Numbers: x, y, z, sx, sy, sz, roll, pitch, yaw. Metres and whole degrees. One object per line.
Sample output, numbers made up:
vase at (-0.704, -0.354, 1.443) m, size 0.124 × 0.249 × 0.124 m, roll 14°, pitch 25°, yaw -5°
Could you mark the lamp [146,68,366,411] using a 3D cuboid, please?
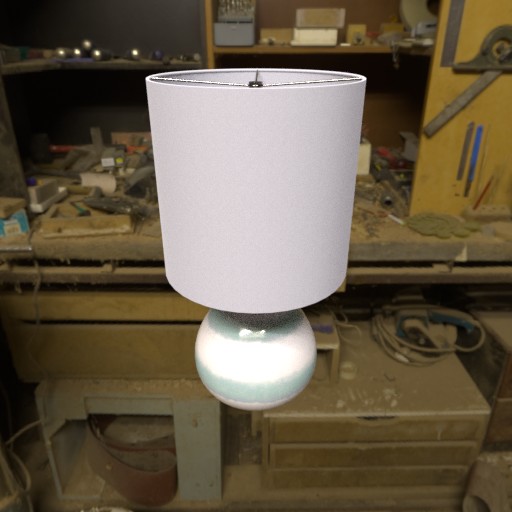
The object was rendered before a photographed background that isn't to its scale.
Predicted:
lamp at (0.000, 0.000, 0.536) m, size 0.217 × 0.404 × 0.217 m, roll 0°, pitch 27°, yaw 1°
